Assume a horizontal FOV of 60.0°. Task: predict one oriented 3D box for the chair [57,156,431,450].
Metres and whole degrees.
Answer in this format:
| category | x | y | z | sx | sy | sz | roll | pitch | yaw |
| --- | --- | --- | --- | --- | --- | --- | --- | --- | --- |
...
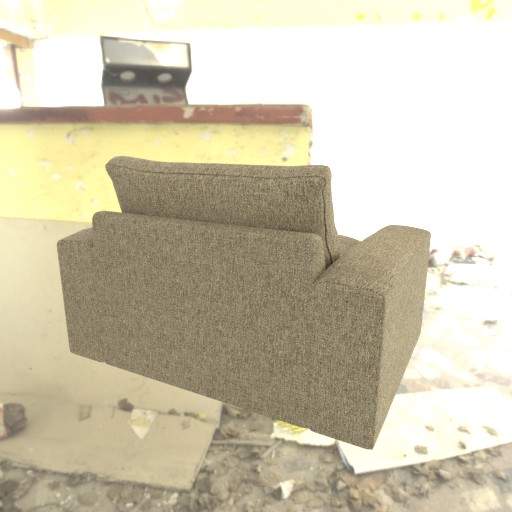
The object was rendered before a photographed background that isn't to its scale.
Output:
| category | x | y | z | sx | sy | sz | roll | pitch | yaw |
| --- | --- | --- | --- | --- | --- | --- | --- | --- | --- |
| chair | 0.000 | 0.000 | 2.046 | 1.398 | 0.915 | 1.039 | 8 | 18 | 27 |
